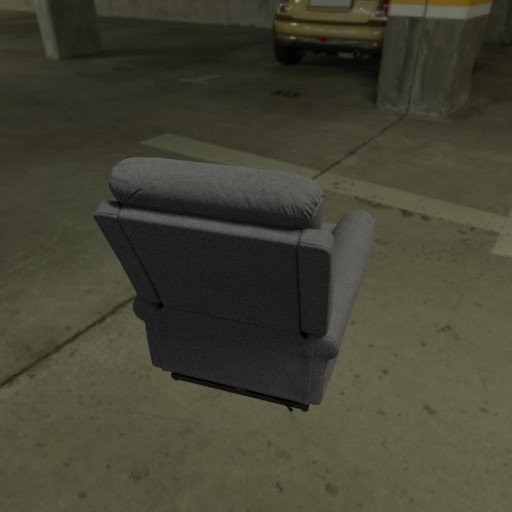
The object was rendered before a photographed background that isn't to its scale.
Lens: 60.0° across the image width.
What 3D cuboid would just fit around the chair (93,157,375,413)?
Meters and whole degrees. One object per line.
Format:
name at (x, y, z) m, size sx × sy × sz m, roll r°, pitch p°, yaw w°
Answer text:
chair at (0.000, 0.000, 1.754) m, size 0.871 × 1.031 × 0.979 m, roll 9°, pitch 34°, yaw 14°
